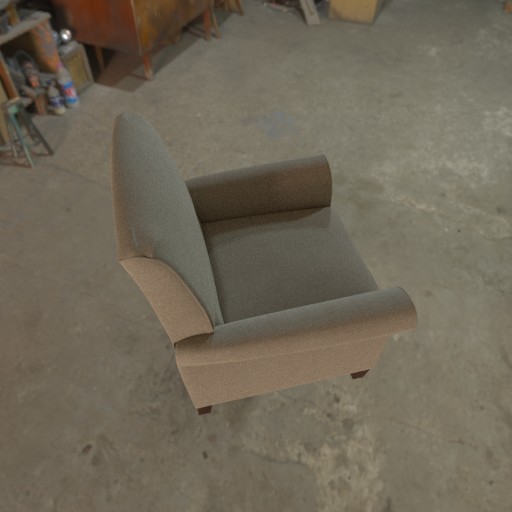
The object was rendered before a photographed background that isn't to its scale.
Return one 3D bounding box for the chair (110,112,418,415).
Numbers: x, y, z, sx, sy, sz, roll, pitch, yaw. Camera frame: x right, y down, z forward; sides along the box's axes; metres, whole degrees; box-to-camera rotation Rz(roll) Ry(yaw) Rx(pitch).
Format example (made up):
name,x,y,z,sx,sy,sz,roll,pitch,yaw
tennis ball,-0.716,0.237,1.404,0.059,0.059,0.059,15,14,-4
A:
name,x,y,z,sx,sy,sz,roll,pitch,yaw
chair,0.000,0.000,1.771,0.905,1.061,0.978,-10,48,-9
